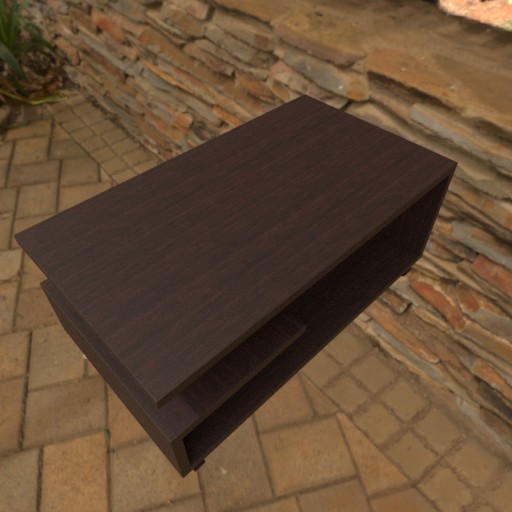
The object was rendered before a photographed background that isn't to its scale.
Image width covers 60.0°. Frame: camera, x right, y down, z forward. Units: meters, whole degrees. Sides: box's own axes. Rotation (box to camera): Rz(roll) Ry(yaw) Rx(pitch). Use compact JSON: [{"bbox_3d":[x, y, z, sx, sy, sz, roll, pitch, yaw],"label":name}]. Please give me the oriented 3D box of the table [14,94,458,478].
[{"bbox_3d":[0.000,0.000,1.335,1.050,0.460,0.590,-35,55,-29],"label":"table"}]
